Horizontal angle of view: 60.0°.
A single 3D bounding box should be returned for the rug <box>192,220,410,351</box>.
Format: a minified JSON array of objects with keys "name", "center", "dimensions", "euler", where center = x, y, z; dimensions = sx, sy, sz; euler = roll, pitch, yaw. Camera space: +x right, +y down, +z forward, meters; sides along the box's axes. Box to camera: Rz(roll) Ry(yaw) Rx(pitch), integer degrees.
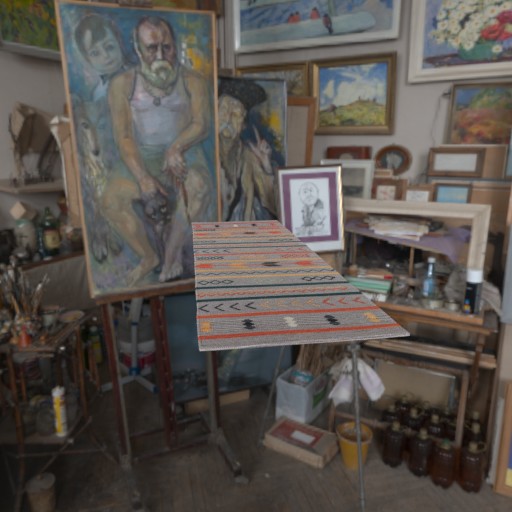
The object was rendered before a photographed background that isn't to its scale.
[{"name":"rug","center":[0.000,0.000,2.659],"dimensions":[0.744,0.022,2.419],"euler":[-2,14,-8]}]
